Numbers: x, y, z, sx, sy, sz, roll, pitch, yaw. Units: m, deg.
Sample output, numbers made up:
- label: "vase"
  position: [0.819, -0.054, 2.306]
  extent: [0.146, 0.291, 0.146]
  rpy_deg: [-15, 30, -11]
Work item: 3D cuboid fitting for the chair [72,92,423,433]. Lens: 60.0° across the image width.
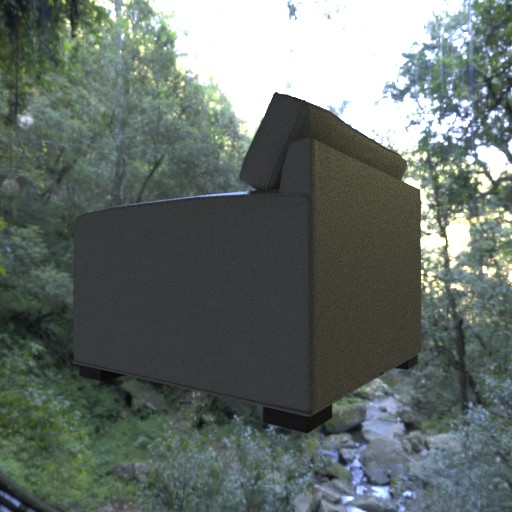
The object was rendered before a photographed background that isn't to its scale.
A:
- label: "chair"
  position: [0.000, 0.000, 1.798]
  extent: [1.043, 0.913, 0.998]
  rpy_deg: [-1, -1, 36]
